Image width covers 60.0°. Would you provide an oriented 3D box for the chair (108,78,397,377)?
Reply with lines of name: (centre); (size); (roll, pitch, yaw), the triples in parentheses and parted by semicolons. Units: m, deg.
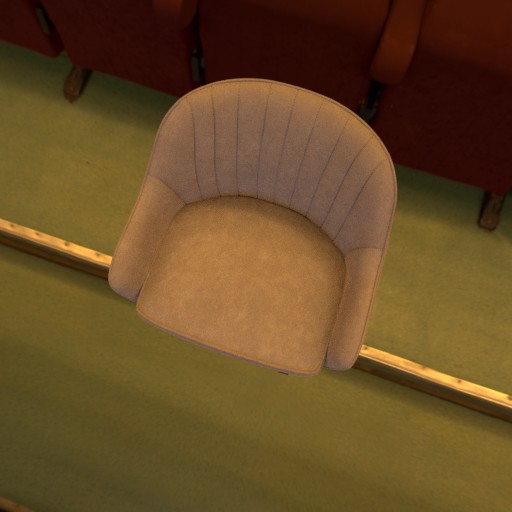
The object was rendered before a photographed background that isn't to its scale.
chair: (0.000, 0.000, 1.256); (0.635, 0.831, 0.573); (18, 77, 4)
